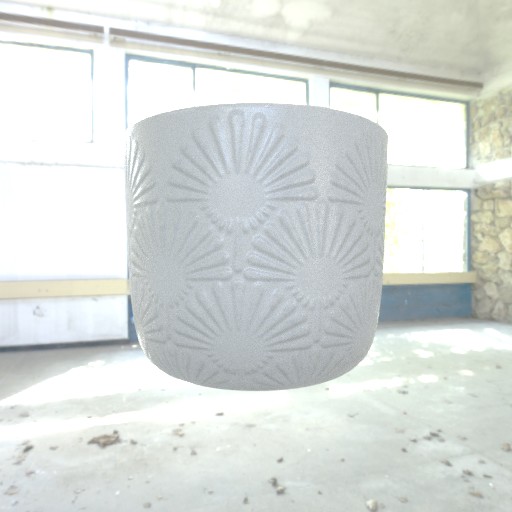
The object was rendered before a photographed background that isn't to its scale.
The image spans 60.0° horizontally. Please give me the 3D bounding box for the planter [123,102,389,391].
[{"bbox_3d":[0.000,0.000,0.216,0.124,0.109,0.124,0,1,0],"label":"planter"}]
